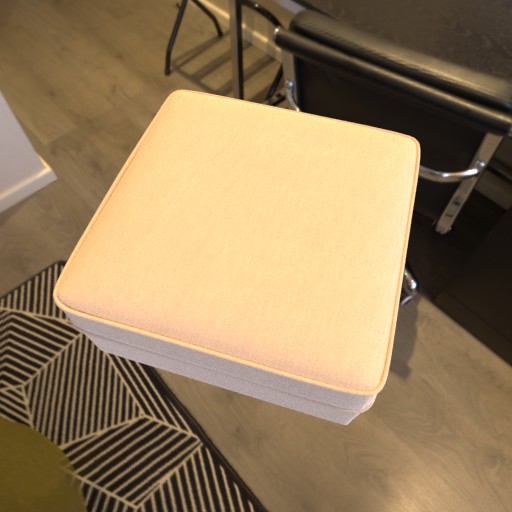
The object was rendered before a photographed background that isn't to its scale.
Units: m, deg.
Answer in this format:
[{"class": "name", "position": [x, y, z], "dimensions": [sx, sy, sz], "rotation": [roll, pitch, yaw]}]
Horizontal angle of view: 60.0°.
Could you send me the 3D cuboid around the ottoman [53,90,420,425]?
[{"class": "ottoman", "position": [0.000, 0.000, 1.037], "dimensions": [0.613, 0.438, 0.616], "rotation": [14, 60, 9]}]
